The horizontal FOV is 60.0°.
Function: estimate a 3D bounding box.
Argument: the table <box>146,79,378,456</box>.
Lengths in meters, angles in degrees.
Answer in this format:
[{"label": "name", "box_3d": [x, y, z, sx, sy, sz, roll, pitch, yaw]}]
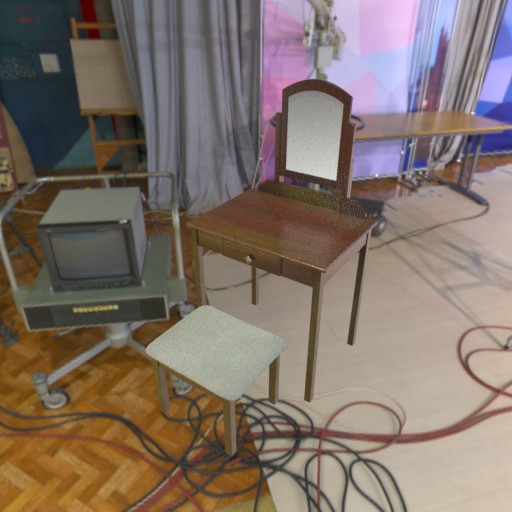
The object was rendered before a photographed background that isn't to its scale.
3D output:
[{"label": "table", "box_3d": [0.000, 0.000, 2.367, 0.876, 1.631, 1.211, 19, 36, 30]}]
